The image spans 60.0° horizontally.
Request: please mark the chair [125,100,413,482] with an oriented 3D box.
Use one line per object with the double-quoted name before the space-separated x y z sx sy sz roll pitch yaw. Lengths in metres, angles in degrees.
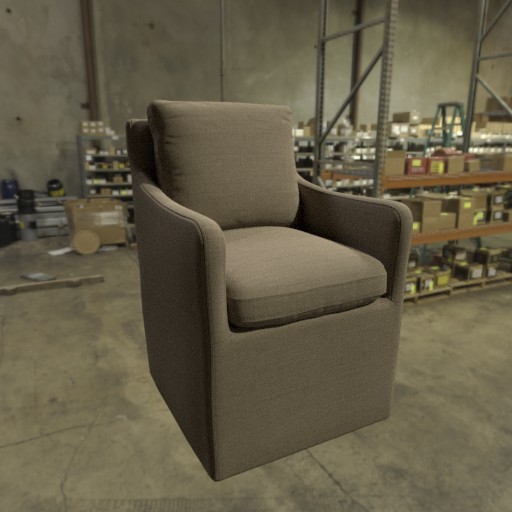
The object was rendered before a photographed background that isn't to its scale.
"chair" 0.000 0.000 1.346 0.626 0.914 0.694 -8 17 -27
